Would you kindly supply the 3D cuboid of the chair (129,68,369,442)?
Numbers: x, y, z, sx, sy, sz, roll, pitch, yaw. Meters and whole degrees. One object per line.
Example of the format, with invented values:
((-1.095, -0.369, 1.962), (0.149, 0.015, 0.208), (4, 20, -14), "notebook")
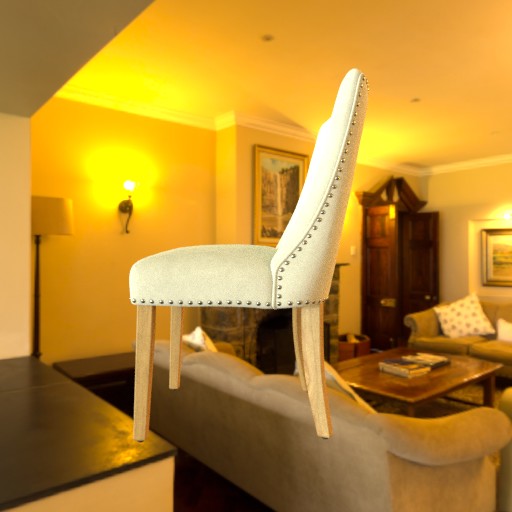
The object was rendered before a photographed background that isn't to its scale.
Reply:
((0.000, 0.000, 1.286), (0.610, 0.902, 0.495), (0, 0, 1), "chair")
